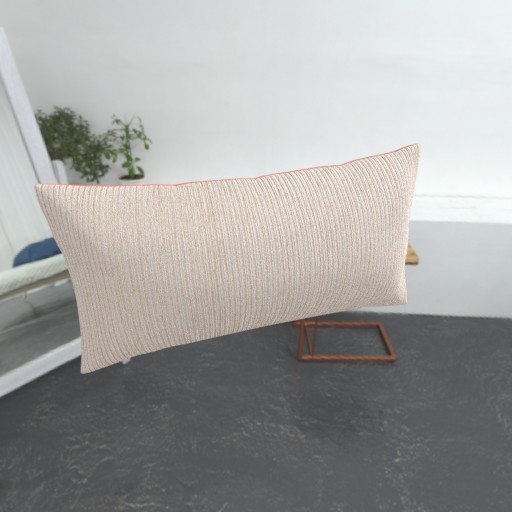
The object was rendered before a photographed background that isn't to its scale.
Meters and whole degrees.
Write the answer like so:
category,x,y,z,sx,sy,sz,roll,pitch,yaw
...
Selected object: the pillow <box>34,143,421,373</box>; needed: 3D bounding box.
category,x,y,z,sx,sy,sz,roll,pitch,yaw
pillow,0.000,0.000,0.730,0.608,0.307,0.155,-9,32,-15
